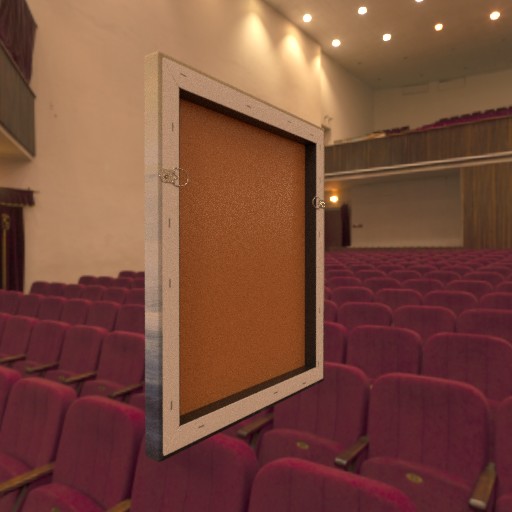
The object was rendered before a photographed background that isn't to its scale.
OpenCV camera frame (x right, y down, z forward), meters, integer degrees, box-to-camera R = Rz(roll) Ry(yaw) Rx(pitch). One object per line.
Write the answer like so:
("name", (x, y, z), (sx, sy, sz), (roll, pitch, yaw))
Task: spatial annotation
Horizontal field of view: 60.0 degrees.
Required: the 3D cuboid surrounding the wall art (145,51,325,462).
("wall art", (0.000, 0.000, 1.015), (0.041, 0.710, 0.608), (0, 1, 36))
